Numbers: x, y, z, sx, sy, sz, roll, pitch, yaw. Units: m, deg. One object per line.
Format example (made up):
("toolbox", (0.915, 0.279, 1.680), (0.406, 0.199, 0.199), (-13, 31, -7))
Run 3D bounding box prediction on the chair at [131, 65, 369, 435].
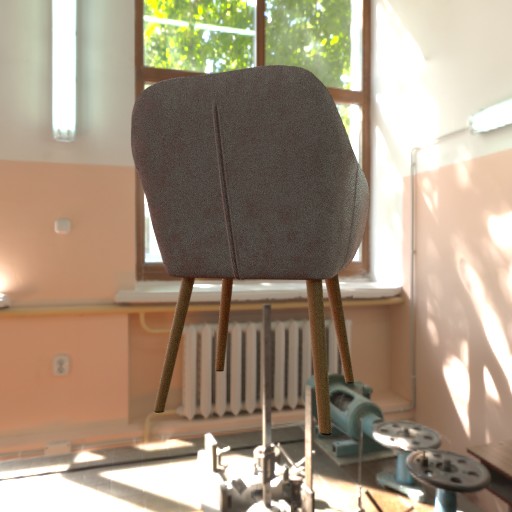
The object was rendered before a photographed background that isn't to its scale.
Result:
("chair", (0.000, 0.000, 1.260), (0.610, 0.832, 0.570), (0, 1, 18))
